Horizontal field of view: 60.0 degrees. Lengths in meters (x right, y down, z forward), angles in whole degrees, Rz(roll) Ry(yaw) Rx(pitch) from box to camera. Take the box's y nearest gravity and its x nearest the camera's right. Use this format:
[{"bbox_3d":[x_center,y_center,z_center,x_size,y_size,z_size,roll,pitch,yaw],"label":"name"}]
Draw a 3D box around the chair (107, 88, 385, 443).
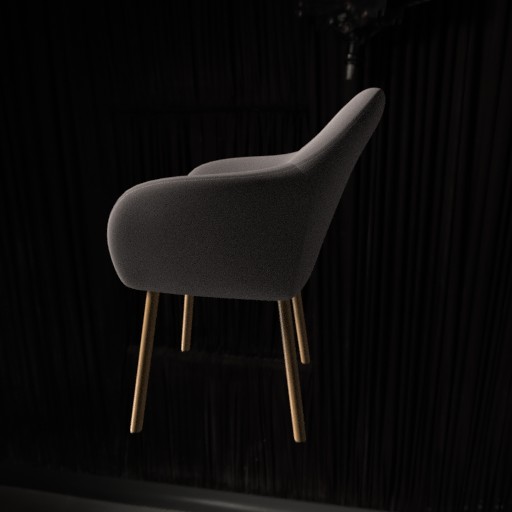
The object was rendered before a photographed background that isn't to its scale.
[{"bbox_3d":[0.000,0.000,1.188,0.590,0.830,0.570,2,16,8],"label":"chair"}]
